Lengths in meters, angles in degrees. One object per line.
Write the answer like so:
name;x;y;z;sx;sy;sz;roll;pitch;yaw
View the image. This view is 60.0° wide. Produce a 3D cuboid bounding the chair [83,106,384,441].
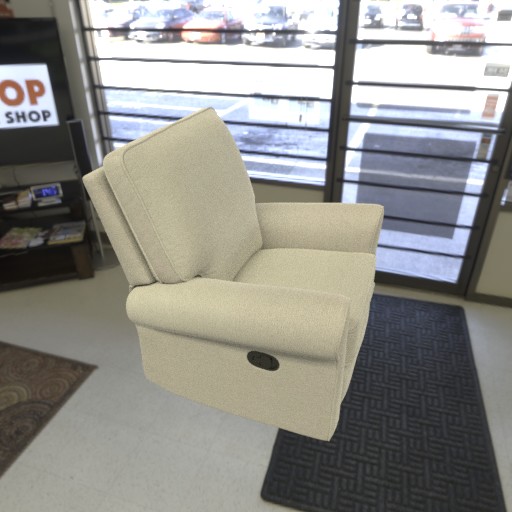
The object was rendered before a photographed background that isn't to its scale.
chair;0.000;0.000;1.696;0.878;0.960;0.890;11;32;18
